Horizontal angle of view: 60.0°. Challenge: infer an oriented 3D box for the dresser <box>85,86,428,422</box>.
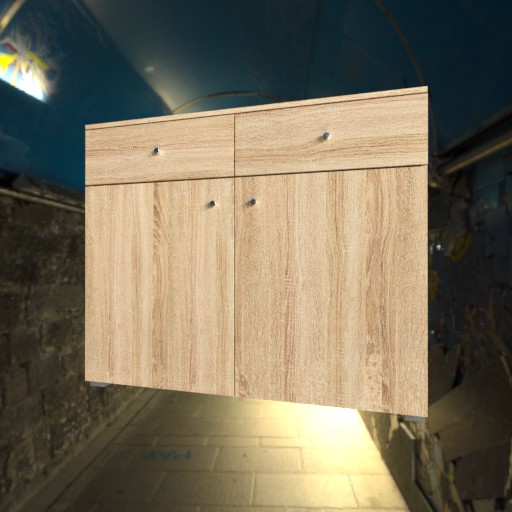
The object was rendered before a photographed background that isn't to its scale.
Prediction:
[{"bbox_3d":[0.000,0.000,1.546,1.100,0.900,0.450,0,0,19],"label":"dresser"}]
